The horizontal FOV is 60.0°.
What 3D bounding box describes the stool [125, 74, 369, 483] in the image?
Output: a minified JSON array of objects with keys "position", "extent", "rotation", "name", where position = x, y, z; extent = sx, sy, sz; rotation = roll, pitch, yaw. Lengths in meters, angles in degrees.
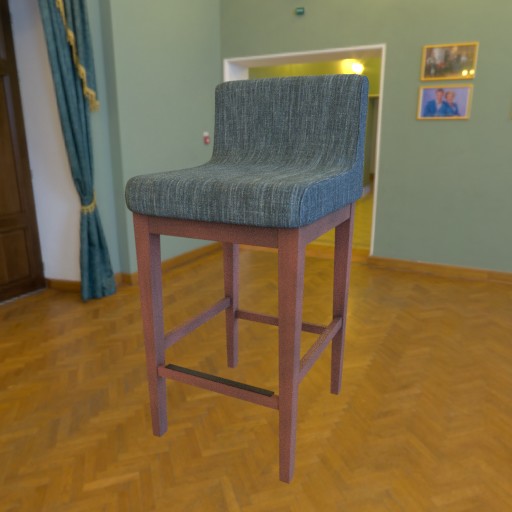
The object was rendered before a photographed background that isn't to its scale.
[{"position":[0.000,0.000,1.057],"extent":[0.395,0.835,0.459],"rotation":[7,17,25],"name":"stool"}]
